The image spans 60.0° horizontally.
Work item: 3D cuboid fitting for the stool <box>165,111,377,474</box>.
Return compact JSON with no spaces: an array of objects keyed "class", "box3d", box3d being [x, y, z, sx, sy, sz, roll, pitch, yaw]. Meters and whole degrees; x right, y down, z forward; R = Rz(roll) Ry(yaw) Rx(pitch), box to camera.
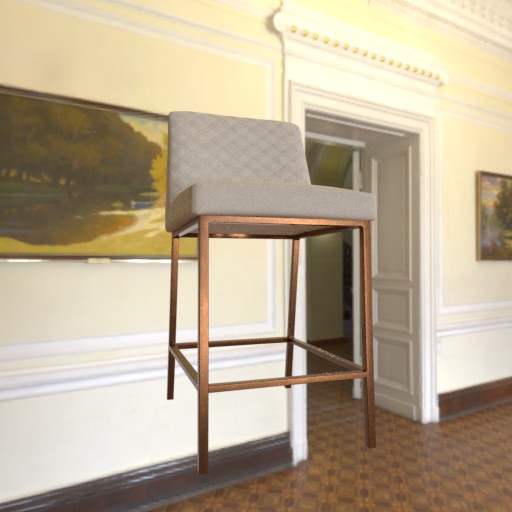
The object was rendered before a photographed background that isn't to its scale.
[{"class":"stool","box3d":[0.000,0.000,1.320,0.507,0.973,0.576,0,-1,-18]}]
